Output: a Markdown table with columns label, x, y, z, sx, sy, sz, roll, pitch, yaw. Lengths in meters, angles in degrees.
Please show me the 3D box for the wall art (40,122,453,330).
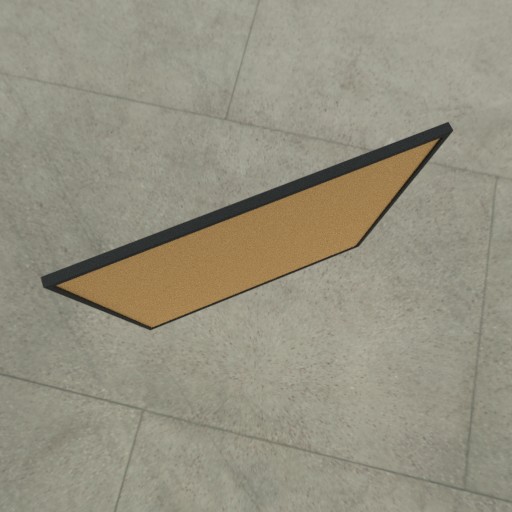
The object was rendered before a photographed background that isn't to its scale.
| label | x | y | z | sx | sy | sz | roll | pitch | yaw |
| --- | --- | --- | --- | --- | --- | --- | --- | --- | --- |
| wall art | 0.000 | 0.000 | 0.682 | 0.458 | 0.457 | 0.013 | -22 | 76 | -6 |
